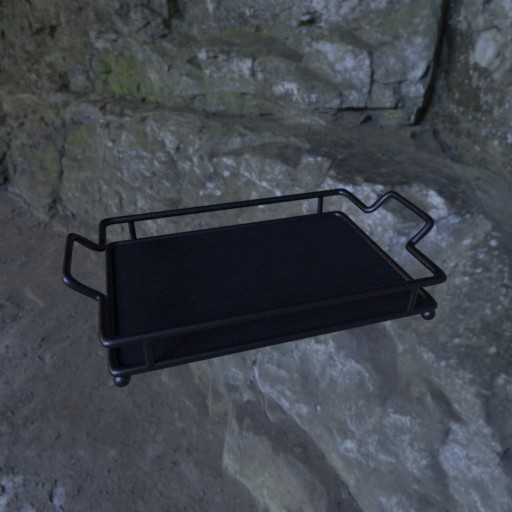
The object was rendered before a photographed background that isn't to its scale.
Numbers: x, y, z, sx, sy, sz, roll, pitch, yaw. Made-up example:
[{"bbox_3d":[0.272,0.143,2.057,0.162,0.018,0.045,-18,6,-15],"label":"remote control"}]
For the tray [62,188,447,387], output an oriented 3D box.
[{"bbox_3d":[0.000,0.000,0.631,0.495,0.101,0.297,-9,33,-14],"label":"tray"}]
